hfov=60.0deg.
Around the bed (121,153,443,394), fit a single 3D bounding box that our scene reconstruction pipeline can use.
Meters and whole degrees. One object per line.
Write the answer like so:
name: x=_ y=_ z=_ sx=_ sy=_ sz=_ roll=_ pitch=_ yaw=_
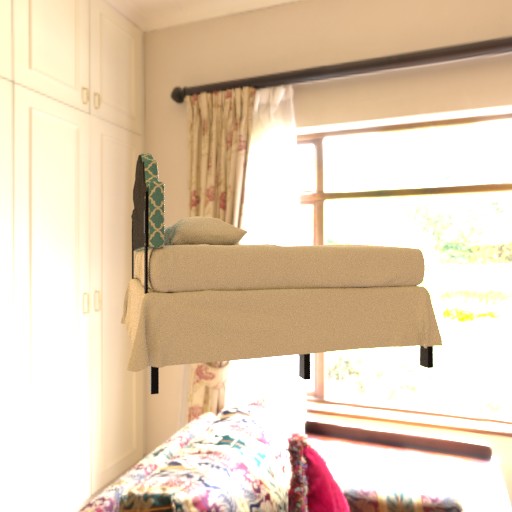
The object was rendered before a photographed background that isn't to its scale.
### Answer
bed: x=0.000 y=0.000 z=3.846 sx=2.222 sy=1.601 sz=2.314 roll=0 pitch=0 yaw=-18
